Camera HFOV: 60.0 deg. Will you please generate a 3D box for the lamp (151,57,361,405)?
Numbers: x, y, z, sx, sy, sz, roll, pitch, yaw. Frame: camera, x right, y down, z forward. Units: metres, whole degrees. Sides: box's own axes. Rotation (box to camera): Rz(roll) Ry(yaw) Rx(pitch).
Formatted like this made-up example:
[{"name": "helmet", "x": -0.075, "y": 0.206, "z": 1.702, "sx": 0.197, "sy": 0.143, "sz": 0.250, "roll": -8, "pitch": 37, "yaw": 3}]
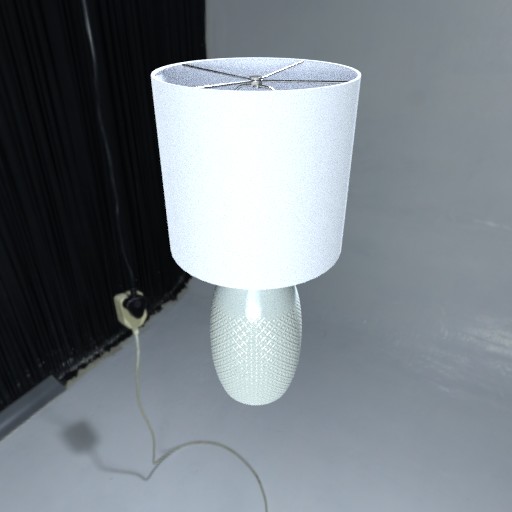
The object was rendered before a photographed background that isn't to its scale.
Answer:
[{"name": "lamp", "x": 0.000, "y": 0.000, "z": 0.582, "sx": 0.217, "sy": 0.453, "sz": 0.217, "roll": 19, "pitch": 36, "yaw": 28}]
